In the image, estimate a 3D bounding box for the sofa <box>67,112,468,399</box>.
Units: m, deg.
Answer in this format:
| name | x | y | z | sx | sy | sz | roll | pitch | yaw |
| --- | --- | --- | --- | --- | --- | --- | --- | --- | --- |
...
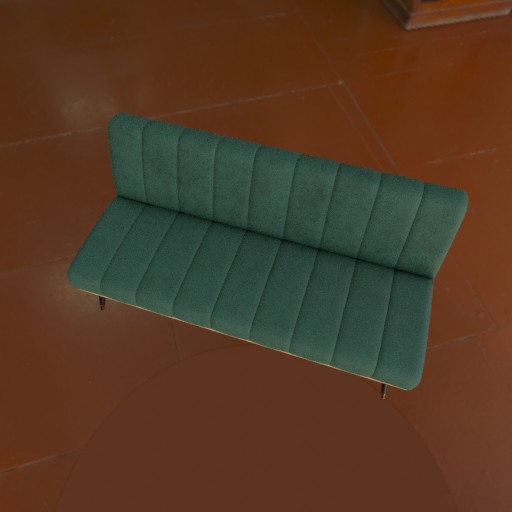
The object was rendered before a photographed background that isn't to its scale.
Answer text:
| name | x | y | z | sx | sy | sz | roll | pitch | yaw |
| --- | --- | --- | --- | --- | --- | --- | --- | --- | --- |
| sofa | 0.000 | 0.000 | 2.303 | 1.810 | 0.820 | 0.830 | 15 | 58 | 10 |
